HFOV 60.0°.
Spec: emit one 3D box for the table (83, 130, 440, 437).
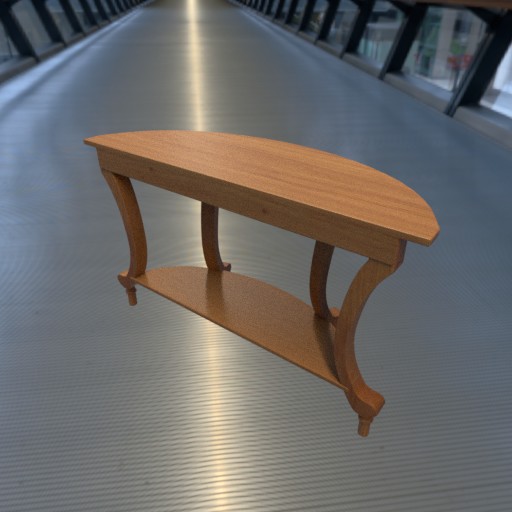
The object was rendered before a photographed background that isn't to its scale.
[{"bbox_3d":[0.000,0.000,1.528,1.198,0.692,0.394,21,37,31],"label":"table"}]
